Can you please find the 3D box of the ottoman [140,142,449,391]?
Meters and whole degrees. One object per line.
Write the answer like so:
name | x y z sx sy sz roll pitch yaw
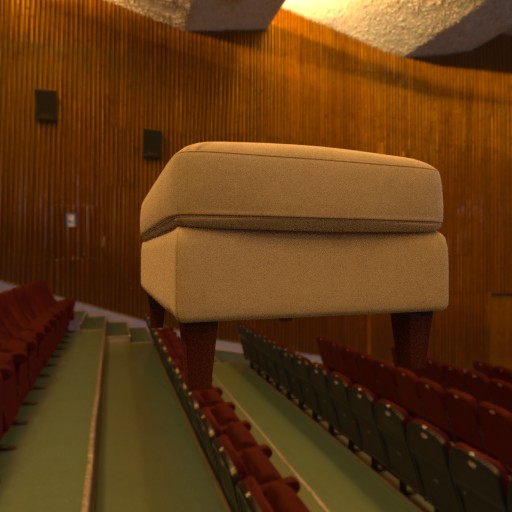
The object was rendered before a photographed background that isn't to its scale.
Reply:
ottoman | 0.000 0.000 1.234 0.584 0.483 0.864 0 0 -18
